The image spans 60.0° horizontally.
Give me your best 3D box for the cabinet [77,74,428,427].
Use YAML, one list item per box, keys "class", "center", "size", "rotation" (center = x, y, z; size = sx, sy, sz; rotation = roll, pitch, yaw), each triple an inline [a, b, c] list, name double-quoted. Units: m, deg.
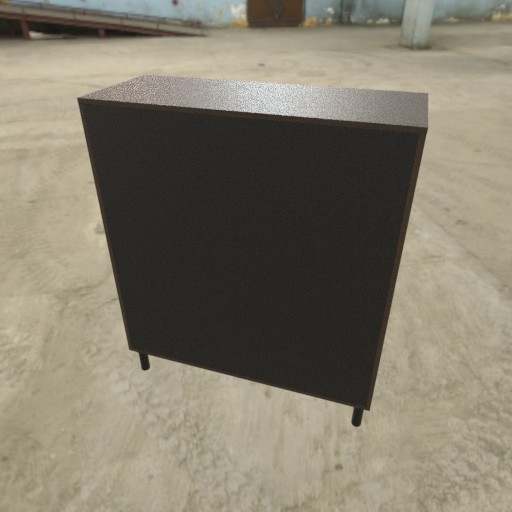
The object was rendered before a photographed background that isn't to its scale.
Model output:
- class: "cabinet"
  center: [0.000, 0.000, 1.679]
  size: [1.010, 1.170, 0.400]
  rotation: [10, 33, 15]
